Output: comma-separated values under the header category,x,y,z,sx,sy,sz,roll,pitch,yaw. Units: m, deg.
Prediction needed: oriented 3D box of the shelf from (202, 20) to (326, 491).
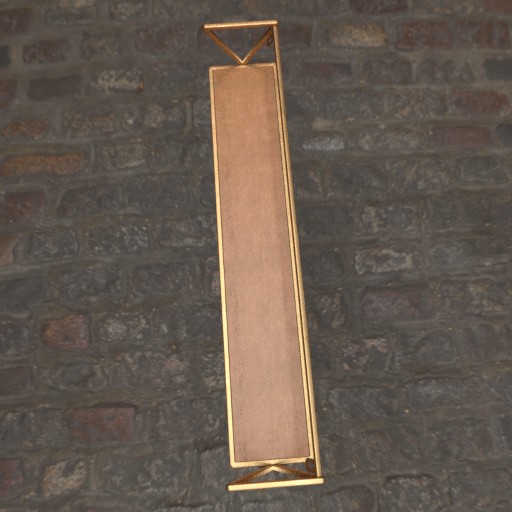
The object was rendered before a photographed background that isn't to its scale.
category,x,y,z,sx,sy,sz,roll,pitch,yaw
shelf,0.000,0.000,0.974,0.150,0.450,0.822,-4,76,-1
